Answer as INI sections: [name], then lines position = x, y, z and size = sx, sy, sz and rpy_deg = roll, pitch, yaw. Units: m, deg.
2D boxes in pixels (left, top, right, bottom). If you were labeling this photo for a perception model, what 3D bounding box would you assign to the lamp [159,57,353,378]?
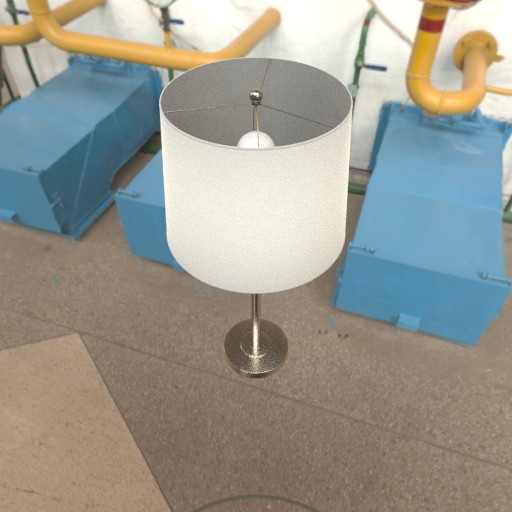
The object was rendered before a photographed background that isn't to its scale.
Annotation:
[lamp]
position = 0.000, 0.000, 0.894
size = 0.333, 0.696, 0.333
rpy_deg = 0, 46, 0
